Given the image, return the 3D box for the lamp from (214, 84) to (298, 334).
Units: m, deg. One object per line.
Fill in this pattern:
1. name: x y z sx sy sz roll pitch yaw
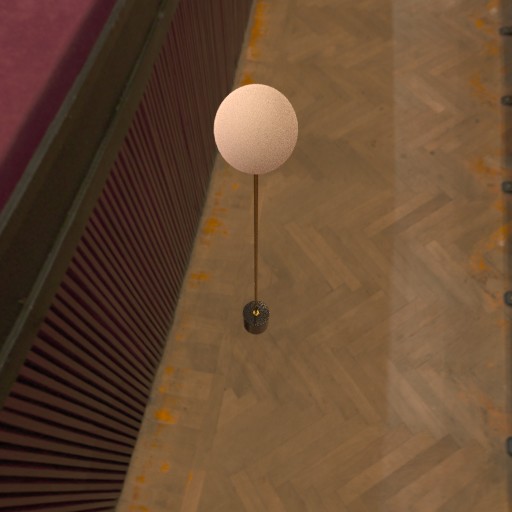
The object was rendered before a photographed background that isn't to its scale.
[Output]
1. lamp: 0.000 0.000 1.881 0.229 1.748 0.229 12 64 6
